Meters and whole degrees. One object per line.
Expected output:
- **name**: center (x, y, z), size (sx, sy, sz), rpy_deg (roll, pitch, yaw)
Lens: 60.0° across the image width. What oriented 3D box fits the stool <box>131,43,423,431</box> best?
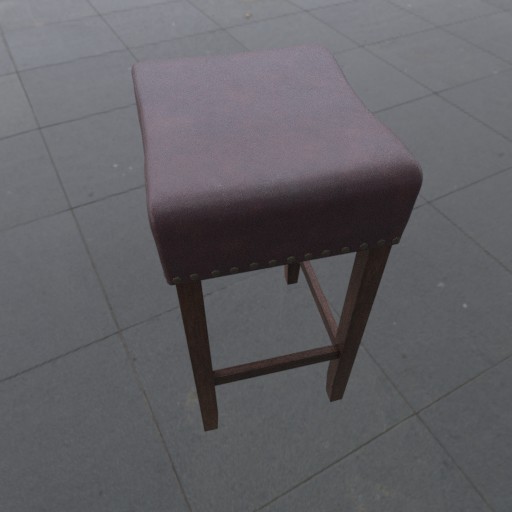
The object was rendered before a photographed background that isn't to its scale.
- **stool**: center (0.000, 0.000, 1.029), size (0.401, 0.769, 0.465), rpy_deg (-10, 49, -9)
